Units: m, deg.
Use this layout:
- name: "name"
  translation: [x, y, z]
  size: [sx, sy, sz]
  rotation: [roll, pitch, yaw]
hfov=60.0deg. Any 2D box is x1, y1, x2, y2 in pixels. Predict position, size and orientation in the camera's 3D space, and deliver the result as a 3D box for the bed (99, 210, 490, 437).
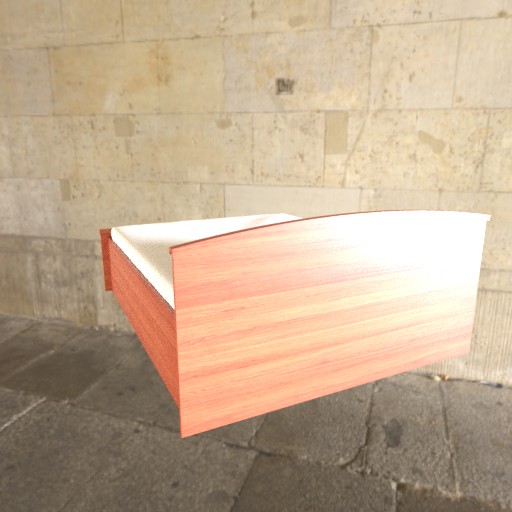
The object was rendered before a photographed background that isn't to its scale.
- name: "bed"
  translation: [0.000, 0.000, 2.904]
  size: [1.683, 0.848, 2.053]
  rotation: [-7, 16, -26]
